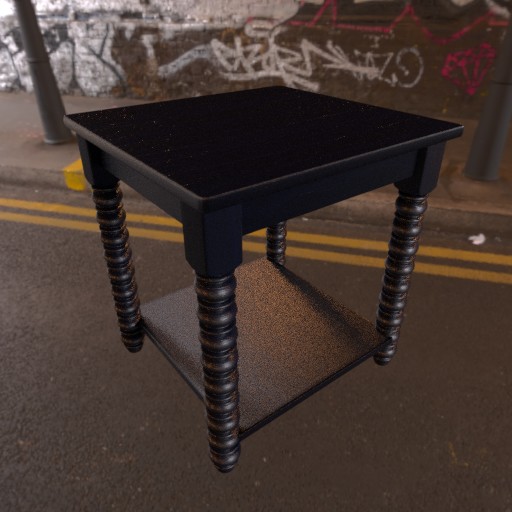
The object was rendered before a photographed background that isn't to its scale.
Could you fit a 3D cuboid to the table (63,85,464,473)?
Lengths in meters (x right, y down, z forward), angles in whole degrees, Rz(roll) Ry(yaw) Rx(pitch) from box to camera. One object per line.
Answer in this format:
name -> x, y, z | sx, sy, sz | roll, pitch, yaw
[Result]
table -> 0.000, 0.000, 0.939 | 0.533, 0.567, 0.500 | -21, 37, -32
